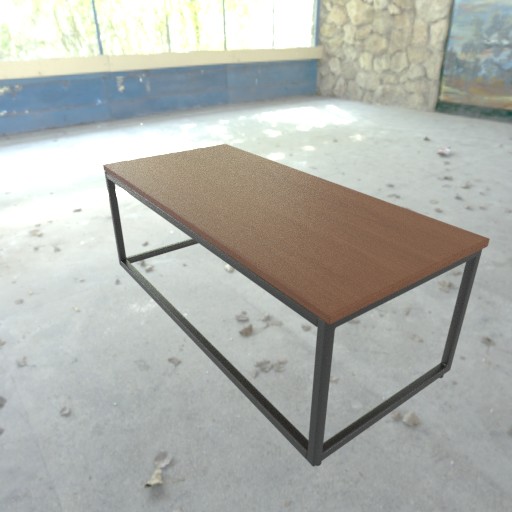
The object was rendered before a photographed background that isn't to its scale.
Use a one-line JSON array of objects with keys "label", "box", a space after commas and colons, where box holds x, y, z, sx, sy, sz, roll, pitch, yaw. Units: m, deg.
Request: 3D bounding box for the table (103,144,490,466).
[{"label": "table", "box": [0.000, 0.000, 1.351, 0.500, 0.400, 1.100, -19, 33, -32]}]
